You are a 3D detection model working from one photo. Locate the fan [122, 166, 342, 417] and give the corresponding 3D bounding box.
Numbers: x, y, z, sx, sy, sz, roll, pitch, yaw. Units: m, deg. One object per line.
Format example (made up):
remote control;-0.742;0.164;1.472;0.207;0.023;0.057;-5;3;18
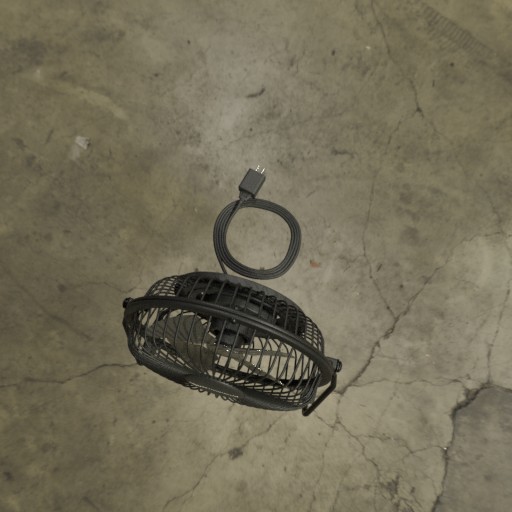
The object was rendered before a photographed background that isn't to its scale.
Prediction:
fan;0.000;0.000;0.312;0.153;0.152;0.202;16;75;4
